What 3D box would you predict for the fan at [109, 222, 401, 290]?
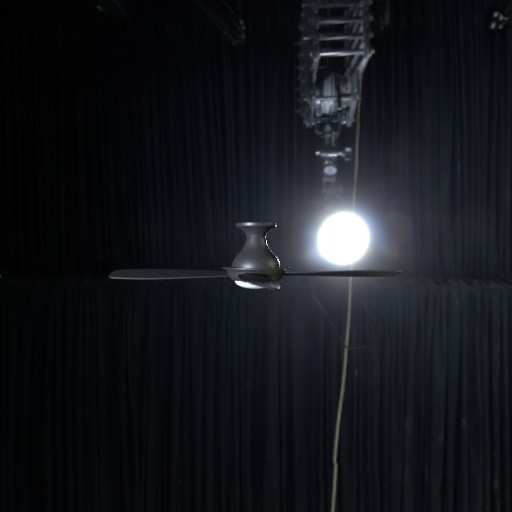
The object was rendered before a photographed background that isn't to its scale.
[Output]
[{"bbox_3d":[0.000,0.000,2.604,1.694,0.382,1.694,0,1,-1],"label":"fan"}]
